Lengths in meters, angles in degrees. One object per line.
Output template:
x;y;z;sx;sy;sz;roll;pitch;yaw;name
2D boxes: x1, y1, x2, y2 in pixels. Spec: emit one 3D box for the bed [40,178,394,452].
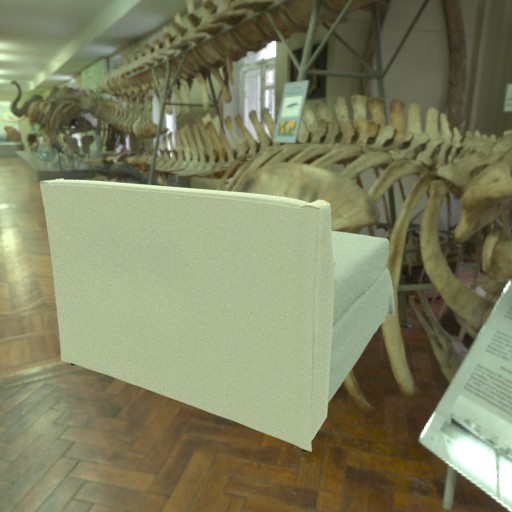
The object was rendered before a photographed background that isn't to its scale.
0.000;0.000;3.480;1.925;1.332;2.276;9;19;28;bed
